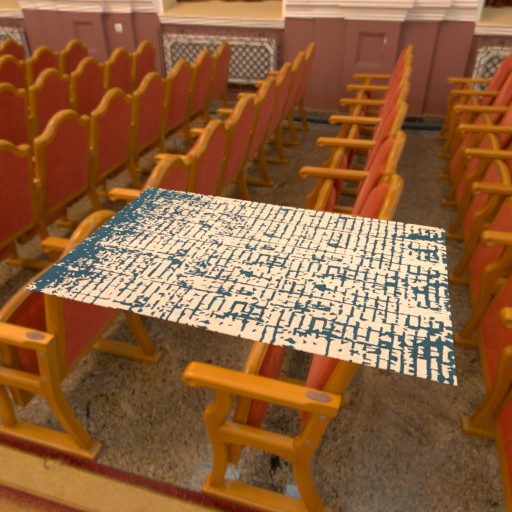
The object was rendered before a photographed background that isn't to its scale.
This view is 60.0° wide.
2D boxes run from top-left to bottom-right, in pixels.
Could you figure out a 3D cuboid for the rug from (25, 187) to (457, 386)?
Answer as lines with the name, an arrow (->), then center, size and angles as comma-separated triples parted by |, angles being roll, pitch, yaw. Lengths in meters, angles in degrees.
rug -> 0.000, 0.000, 2.961 | 2.435, 0.011, 1.517 | 10, 35, 15
